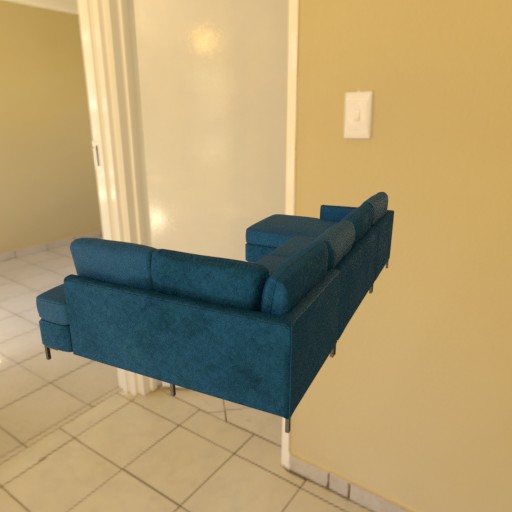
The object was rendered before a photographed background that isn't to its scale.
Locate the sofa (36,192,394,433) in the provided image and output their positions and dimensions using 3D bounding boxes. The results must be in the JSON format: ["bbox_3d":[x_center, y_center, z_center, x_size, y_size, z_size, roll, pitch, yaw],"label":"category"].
[{"bbox_3d":[0.000,0.000,4.344,2.055,0.992,3.434,8,20,24],"label":"sofa"}]
